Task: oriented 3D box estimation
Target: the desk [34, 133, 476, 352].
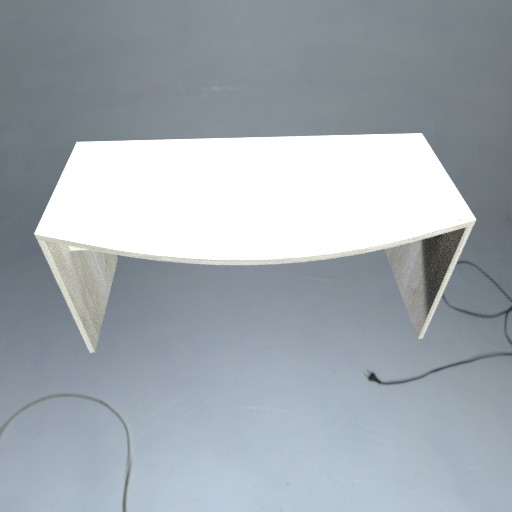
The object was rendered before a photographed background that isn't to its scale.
[{"bbox_3d":[0.000,0.000,2.031,1.600,0.752,0.802,-2,44,-2],"label":"desk"}]
